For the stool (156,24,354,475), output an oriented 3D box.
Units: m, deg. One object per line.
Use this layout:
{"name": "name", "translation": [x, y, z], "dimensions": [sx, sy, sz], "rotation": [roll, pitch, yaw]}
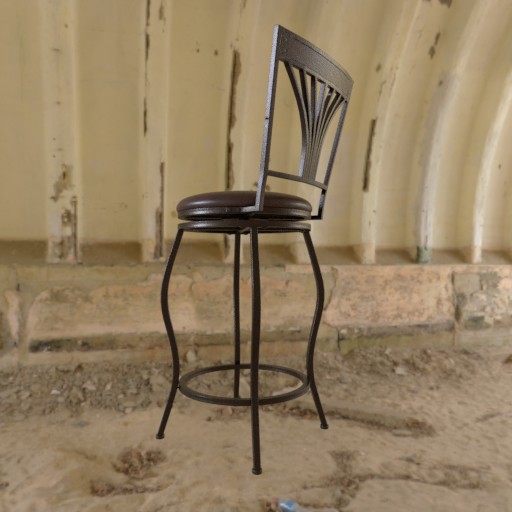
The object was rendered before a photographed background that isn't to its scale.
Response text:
{"name": "stool", "translation": [0.000, 0.000, 1.372], "dimensions": [0.514, 1.117, 0.433], "rotation": [0, 0, 36]}
